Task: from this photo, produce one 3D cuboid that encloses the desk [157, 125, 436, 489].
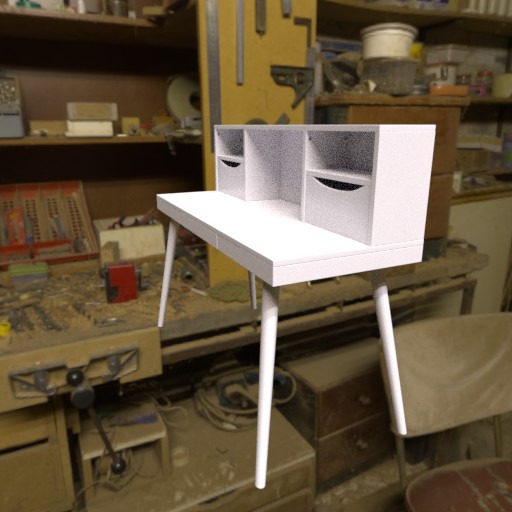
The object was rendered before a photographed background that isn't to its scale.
[{"bbox_3d":[0.000,0.000,1.747,0.559,0.990,1.199,-8,18,-24],"label":"desk"}]
